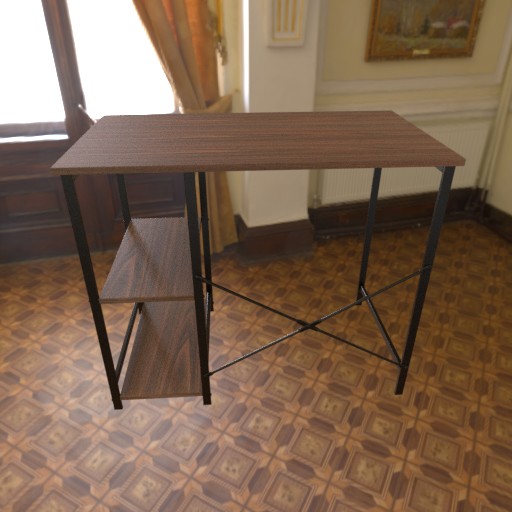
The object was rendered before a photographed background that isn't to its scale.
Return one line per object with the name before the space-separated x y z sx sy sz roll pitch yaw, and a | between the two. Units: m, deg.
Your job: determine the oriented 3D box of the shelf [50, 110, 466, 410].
shelf | 0.000 0.000 1.360 0.902 0.750 0.498 -2 30 -3
